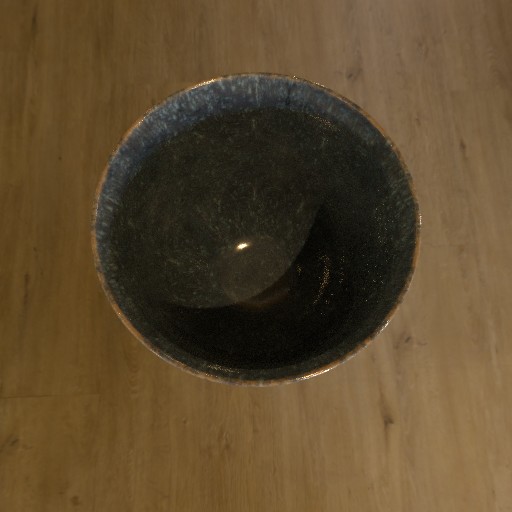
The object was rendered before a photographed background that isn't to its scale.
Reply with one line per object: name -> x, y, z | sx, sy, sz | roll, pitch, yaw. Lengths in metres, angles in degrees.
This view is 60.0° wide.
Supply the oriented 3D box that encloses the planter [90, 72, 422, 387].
planter -> 0.000, 0.000, 0.486 | 0.266, 0.270, 0.266 | 0, 76, 0
